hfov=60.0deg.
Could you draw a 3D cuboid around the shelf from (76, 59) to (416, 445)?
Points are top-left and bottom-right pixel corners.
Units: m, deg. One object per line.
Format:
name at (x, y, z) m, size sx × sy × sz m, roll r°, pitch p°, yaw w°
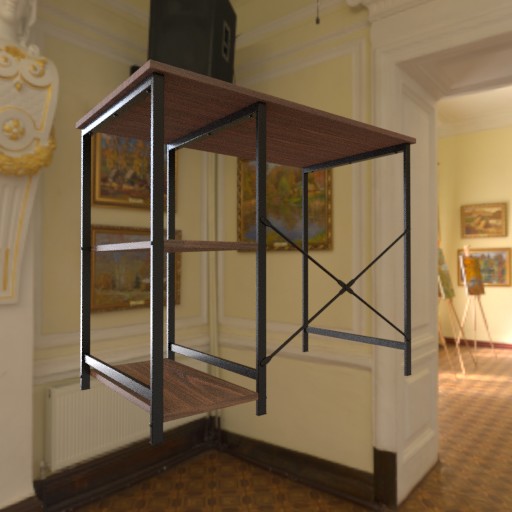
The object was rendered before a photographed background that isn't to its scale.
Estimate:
shelf at (0.000, 0.000, 1.325) m, size 0.902 × 0.750 × 0.498 m, roll 1°, pitch -1°, yaw -38°
